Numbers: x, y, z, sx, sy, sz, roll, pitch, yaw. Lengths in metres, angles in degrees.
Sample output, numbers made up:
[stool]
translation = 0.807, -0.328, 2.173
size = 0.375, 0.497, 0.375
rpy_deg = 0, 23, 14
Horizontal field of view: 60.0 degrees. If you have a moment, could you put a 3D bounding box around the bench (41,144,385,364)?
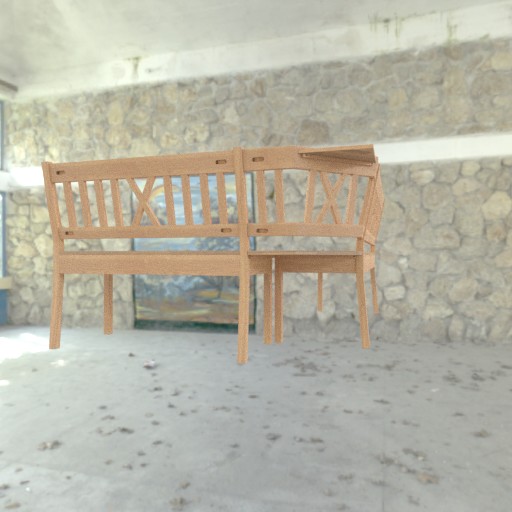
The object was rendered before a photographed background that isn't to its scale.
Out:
[bench]
translation = 0.000, 0.000, 2.802
size = 1.537, 0.902, 1.937
rpy_deg = 0, 0, 17
